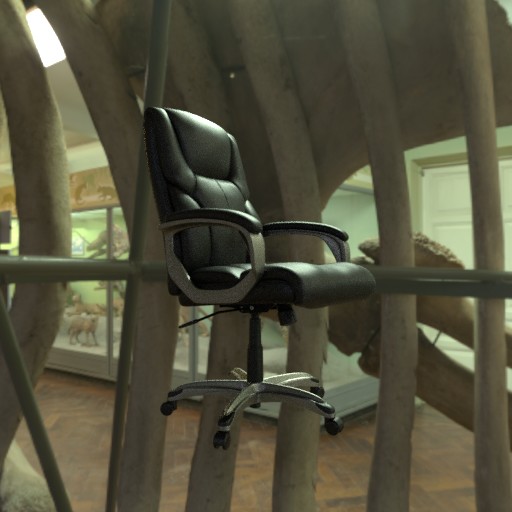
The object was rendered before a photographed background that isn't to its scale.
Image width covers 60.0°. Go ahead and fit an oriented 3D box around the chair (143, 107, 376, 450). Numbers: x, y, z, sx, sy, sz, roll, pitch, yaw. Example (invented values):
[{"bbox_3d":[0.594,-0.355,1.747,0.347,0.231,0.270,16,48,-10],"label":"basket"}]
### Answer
[{"bbox_3d":[0.000,0.000,1.623,0.739,1.155,0.663,-1,-1,36],"label":"chair"}]
